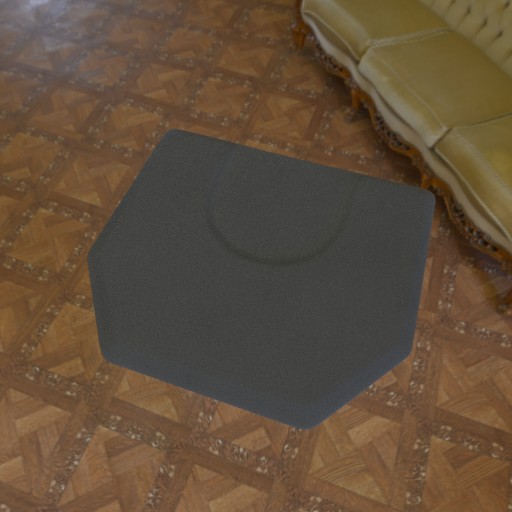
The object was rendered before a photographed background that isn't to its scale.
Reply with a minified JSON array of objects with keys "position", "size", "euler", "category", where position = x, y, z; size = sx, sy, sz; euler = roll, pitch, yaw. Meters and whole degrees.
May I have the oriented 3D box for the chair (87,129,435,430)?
[{"position":[0.000,0.000,1.874],"size":[1.372,0.024,1.219],"euler":[16,59,10],"category":"chair"}]
